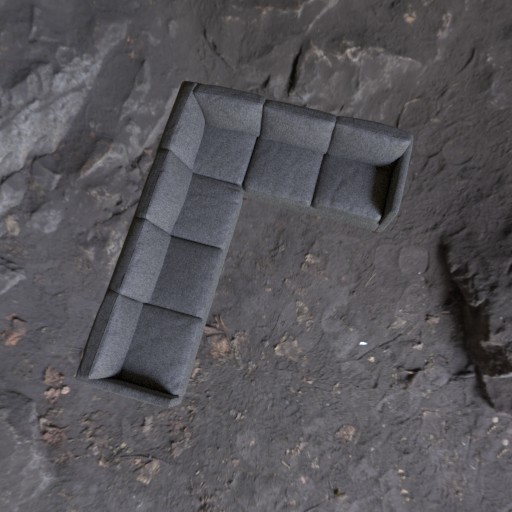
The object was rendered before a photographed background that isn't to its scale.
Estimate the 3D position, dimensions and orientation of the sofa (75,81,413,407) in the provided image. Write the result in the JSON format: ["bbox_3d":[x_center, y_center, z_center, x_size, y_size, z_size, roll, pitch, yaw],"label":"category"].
[{"bbox_3d":[0.000,0.000,4.559,2.593,0.947,3.302,15,76,4],"label":"sofa"}]
